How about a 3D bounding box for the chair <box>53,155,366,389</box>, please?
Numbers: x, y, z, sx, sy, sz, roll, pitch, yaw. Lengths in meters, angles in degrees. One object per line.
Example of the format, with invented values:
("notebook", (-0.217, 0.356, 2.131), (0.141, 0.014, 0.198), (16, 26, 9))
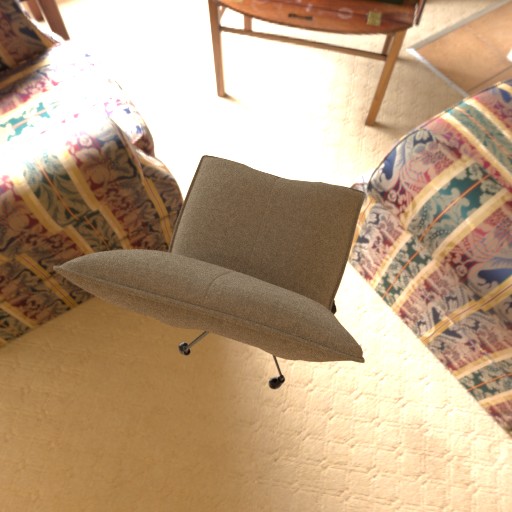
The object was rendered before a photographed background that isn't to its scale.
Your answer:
("chair", (0.000, 0.000, 1.288), (0.597, 0.811, 0.696), (16, 64, 8))
